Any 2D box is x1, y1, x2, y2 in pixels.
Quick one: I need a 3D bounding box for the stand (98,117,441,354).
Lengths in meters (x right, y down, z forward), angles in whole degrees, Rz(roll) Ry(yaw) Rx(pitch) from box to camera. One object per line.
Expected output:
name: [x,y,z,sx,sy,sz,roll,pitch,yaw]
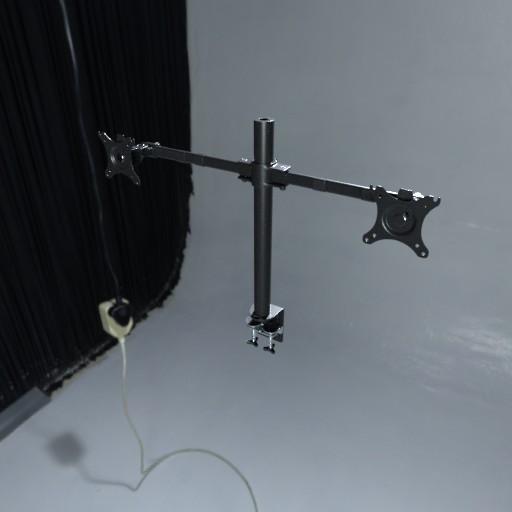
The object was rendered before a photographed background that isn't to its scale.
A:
stand: [0.000,0.000,1.018,0.743,0.603,0.150,17,34,26]
